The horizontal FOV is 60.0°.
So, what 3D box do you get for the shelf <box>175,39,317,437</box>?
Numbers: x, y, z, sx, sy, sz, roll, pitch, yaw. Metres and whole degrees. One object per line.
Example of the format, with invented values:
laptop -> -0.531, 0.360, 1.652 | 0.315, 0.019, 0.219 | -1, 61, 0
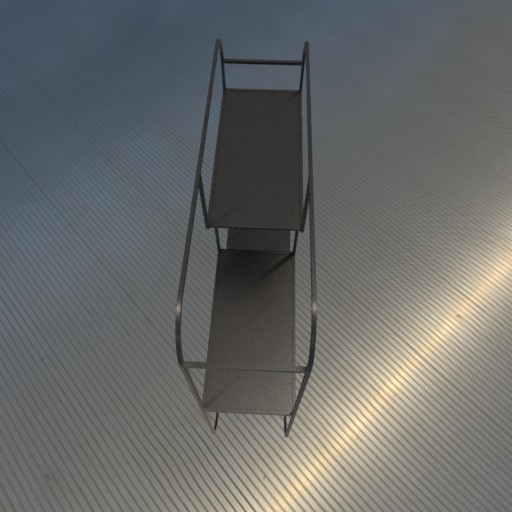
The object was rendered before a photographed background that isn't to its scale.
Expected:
shelf -> 0.000, 0.000, 0.889 | 0.160, 0.600, 0.600 | 2, 59, 1
